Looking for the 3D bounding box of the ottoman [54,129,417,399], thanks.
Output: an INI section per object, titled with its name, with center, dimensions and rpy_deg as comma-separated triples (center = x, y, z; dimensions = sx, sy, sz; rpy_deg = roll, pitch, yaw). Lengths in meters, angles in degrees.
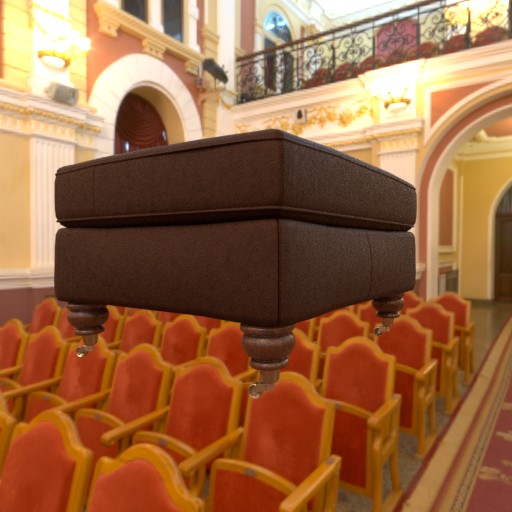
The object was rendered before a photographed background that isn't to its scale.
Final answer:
[ottoman]
center = 0.000, 0.000, 1.788
dimensions = 0.967, 0.730, 1.187
rpy_deg = 1, 1, 35
